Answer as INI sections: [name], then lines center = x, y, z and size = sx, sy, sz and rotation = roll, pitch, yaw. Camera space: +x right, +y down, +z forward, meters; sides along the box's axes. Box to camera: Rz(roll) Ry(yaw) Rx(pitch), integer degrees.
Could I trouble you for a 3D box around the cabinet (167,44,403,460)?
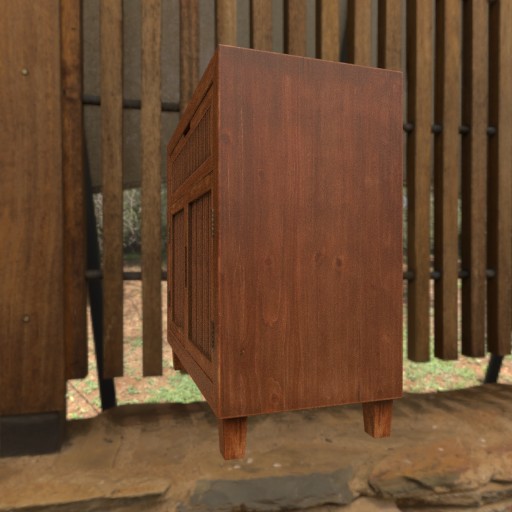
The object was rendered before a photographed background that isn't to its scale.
[cabinet]
center = 0.000, 0.000, 1.260
size = 0.412, 0.785, 0.796
rotation = 0, 0, -18
